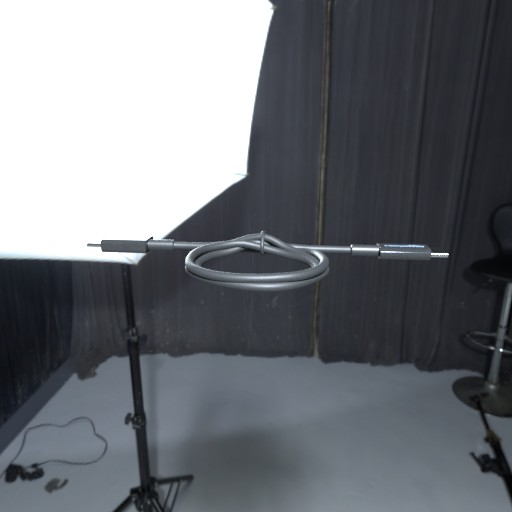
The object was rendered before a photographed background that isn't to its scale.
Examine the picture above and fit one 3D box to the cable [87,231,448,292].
[{"bbox_3d":[0.000,0.000,0.212,0.192,0.014,0.070,2,16,5],"label":"cable"}]
